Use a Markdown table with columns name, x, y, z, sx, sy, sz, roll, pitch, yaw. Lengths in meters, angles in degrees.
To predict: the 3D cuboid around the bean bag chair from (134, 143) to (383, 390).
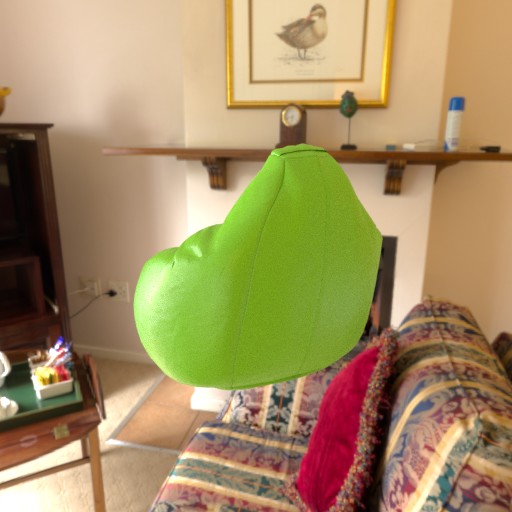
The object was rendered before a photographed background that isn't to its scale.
| name | x | y | z | sx | sy | sz | roll | pitch | yaw |
| --- | --- | --- | --- | --- | --- | --- | --- | --- | --- |
| bean bag chair | 0.000 | 0.000 | 1.988 | 1.070 | 0.990 | 1.070 | -7 | 17 | -25 |
